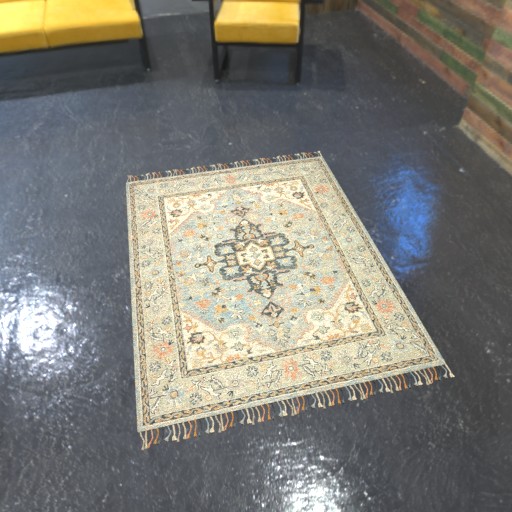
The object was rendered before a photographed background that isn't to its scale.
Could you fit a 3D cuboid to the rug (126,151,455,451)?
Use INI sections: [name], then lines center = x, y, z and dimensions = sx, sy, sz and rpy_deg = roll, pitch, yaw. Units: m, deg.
[rug]
center = 0.000, 0.000, 2.295
dimensions = 1.278, 0.009, 1.730
rpy_deg = -9, 47, -9
